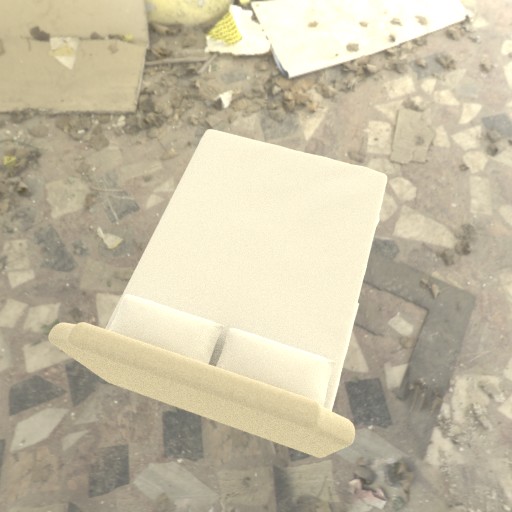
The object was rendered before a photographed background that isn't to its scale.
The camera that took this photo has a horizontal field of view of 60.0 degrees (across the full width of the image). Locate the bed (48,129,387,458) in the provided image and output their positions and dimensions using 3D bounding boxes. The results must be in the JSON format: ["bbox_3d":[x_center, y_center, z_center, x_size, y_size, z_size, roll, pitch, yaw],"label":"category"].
[{"bbox_3d":[0.000,0.000,3.106,1.693,1.290,2.116,16,64,8],"label":"bed"}]
